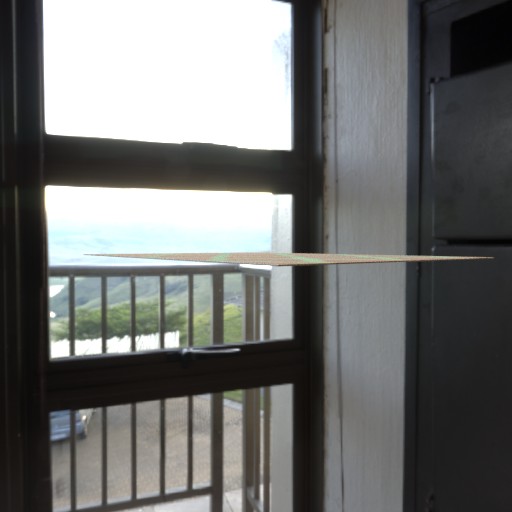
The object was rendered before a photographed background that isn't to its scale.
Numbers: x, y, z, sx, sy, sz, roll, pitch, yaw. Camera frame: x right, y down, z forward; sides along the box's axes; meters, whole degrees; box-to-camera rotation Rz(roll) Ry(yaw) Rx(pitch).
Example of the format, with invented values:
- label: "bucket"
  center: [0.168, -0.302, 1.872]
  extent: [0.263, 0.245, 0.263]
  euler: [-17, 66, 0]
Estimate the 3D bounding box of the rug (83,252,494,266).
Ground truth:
- label: "rug"
  center: [0.000, 0.000, 2.867]
  extent: [1.524, 0.006, 2.286]
  euler: [-1, 2, -37]
